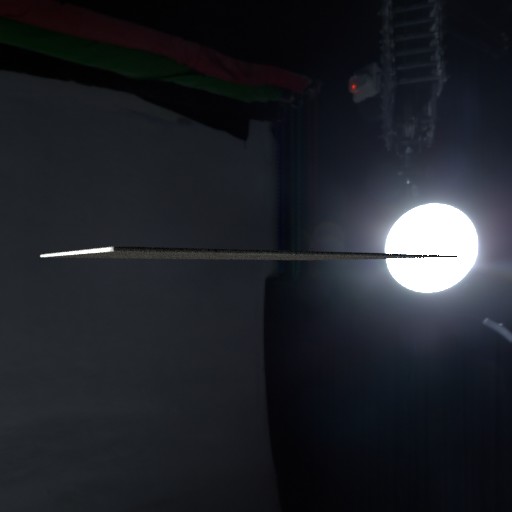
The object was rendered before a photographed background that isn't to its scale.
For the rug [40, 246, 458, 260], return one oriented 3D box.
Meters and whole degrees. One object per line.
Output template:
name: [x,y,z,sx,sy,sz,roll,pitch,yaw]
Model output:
rug: [0.000,0.000,3.058,2.469,0.024,1.539,1,-2,-36]
